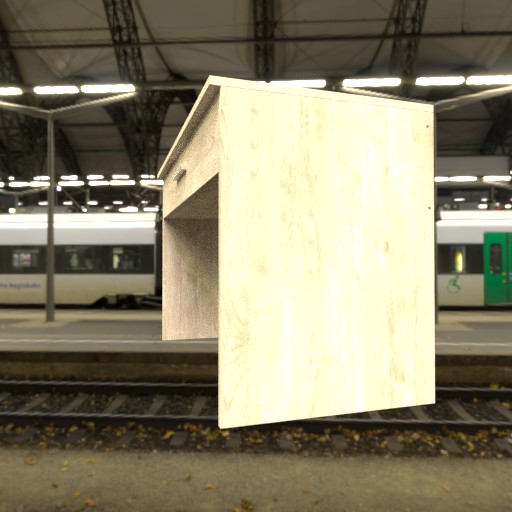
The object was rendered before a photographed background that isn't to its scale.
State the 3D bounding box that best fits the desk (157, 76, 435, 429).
[{"bbox_3d":[0.000,0.000,1.521,0.560,0.730,1.100,0,-1,-18],"label":"desk"}]
